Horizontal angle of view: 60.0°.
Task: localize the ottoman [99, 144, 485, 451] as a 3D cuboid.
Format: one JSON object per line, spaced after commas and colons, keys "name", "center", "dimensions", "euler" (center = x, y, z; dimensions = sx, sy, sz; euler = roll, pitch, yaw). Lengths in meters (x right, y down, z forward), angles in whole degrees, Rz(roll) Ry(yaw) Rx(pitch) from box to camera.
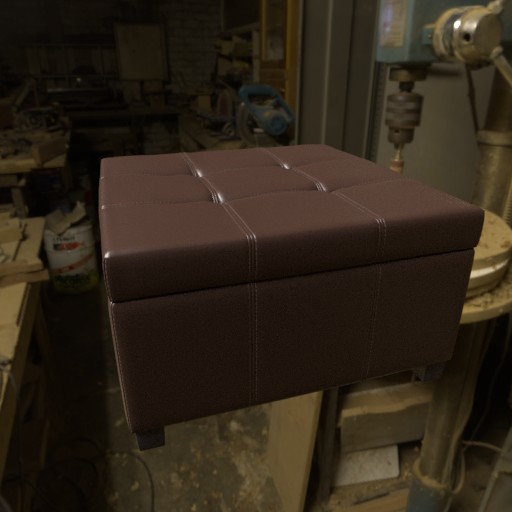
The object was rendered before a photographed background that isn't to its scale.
{"name": "ottoman", "center": [0.000, 0.000, 1.246], "dimensions": [0.788, 0.460, 0.787], "euler": [-8, 26, -16]}
